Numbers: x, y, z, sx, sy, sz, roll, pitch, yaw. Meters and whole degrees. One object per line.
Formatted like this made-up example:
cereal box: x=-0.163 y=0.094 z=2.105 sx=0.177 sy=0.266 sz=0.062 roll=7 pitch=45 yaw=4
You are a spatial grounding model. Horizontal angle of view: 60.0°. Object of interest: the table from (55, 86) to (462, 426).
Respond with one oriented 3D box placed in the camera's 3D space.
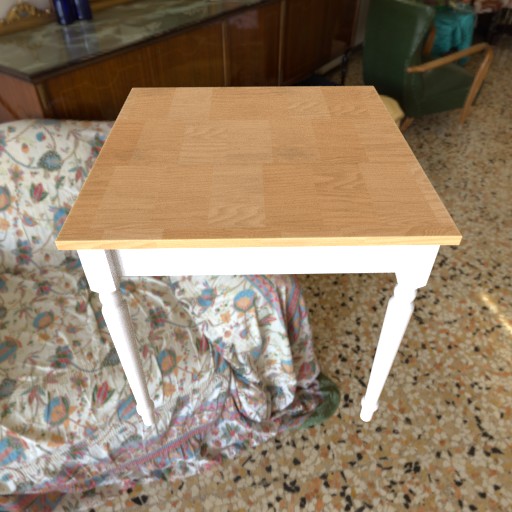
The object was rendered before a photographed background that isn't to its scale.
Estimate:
table: x=0.000 y=0.000 z=1.334 sx=0.747 sy=0.738 sz=0.747 roll=-1 pitch=41 yaw=-1
